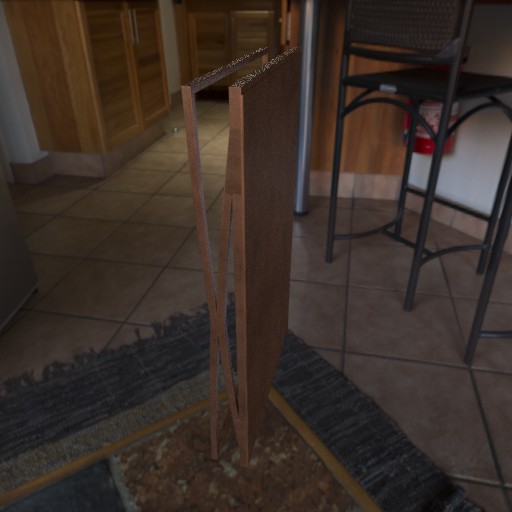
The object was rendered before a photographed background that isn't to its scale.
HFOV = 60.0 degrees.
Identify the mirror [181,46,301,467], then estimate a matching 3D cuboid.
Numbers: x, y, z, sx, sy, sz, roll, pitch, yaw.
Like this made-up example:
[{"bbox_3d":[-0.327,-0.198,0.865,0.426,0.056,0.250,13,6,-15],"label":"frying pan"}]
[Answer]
[{"bbox_3d":[0.000,0.000,0.946,0.082,0.768,0.468,7,32,12],"label":"mirror"}]
